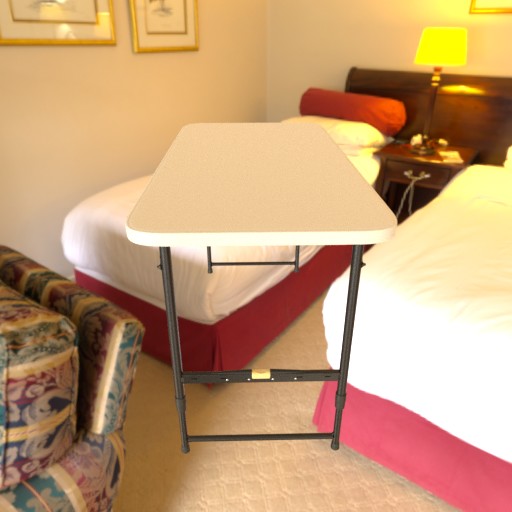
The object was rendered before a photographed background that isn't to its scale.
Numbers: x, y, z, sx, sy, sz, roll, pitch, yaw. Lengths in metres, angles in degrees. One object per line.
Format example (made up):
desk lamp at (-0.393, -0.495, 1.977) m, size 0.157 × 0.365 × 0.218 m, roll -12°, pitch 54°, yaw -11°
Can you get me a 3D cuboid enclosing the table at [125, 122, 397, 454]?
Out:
table at (0.000, 0.000, 1.633) m, size 0.610 × 0.737 × 1.219 m, roll -1°, pitch 27°, yaw -1°
